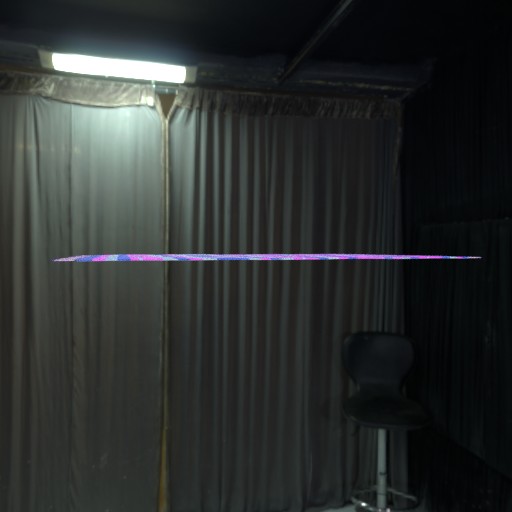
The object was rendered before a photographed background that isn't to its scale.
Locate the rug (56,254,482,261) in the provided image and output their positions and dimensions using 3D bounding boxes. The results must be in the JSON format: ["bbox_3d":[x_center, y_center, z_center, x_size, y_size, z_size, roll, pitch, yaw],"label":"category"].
[{"bbox_3d":[0.000,0.000,3.006,2.350,0.013,1.539,0,1,-17],"label":"rug"}]
